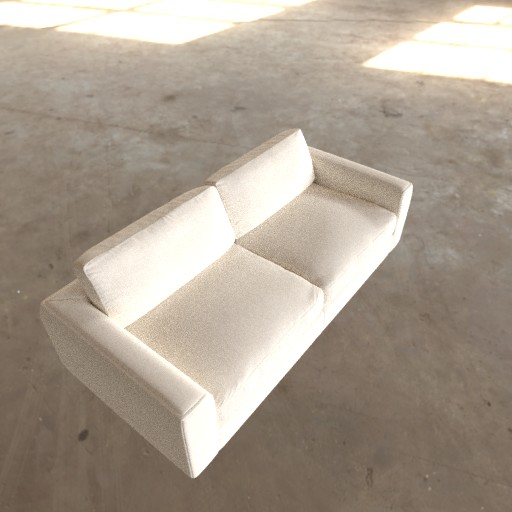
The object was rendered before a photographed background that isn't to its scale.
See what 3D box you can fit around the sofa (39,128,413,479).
[{"bbox_3d":[0.000,0.000,2.734,1.070,0.801,2.262,28,48,28],"label":"sofa"}]
